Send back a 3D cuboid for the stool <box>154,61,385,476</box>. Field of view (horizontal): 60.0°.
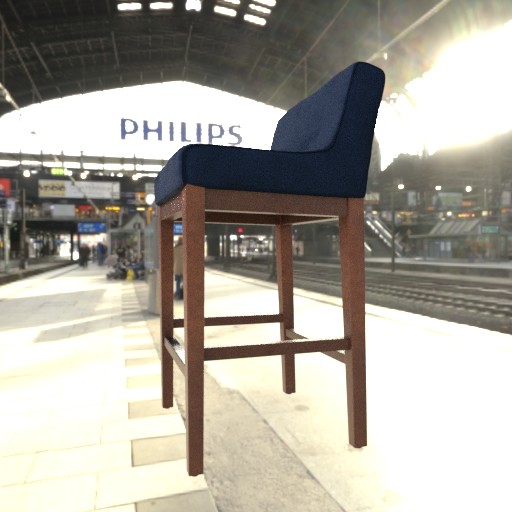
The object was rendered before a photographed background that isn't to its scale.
[{"bbox_3d":[0.000,0.000,1.237,0.516,0.945,0.511,0,1,-19],"label":"stool"}]
